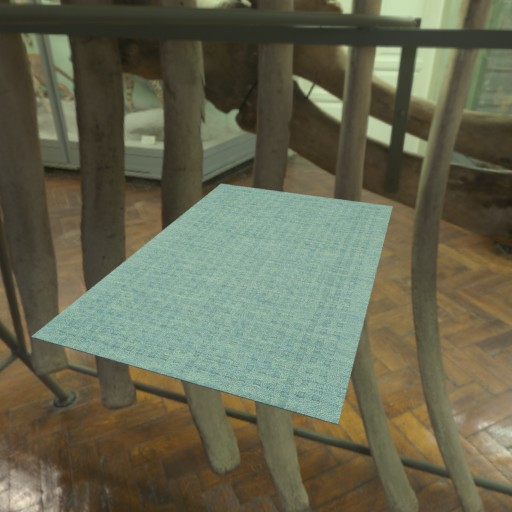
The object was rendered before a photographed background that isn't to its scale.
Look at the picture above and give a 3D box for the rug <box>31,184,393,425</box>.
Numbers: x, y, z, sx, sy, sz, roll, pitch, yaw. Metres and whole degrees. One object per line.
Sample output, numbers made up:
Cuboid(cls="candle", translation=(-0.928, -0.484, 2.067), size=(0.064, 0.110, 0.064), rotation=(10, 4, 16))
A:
Cuboid(cls="rug", translation=(0.000, 0.000, 2.891), size=(1.522, 0.006, 2.286), rotation=(10, 31, 17))
